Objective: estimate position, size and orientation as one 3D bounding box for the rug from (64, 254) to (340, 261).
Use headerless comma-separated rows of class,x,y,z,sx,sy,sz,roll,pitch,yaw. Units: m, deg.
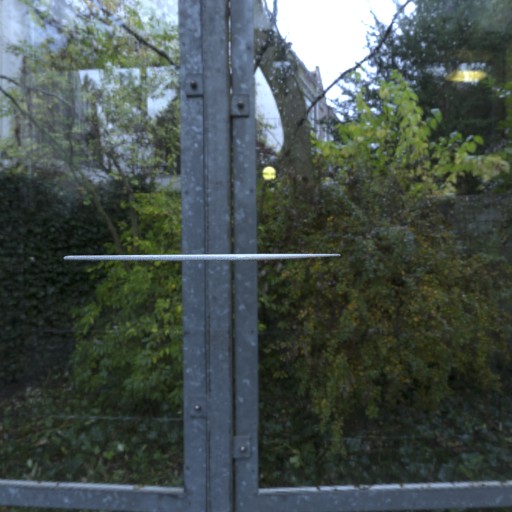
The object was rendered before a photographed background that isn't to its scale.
rug,0.000,0.000,2.512,0.678,0.014,2.276,0,0,18
